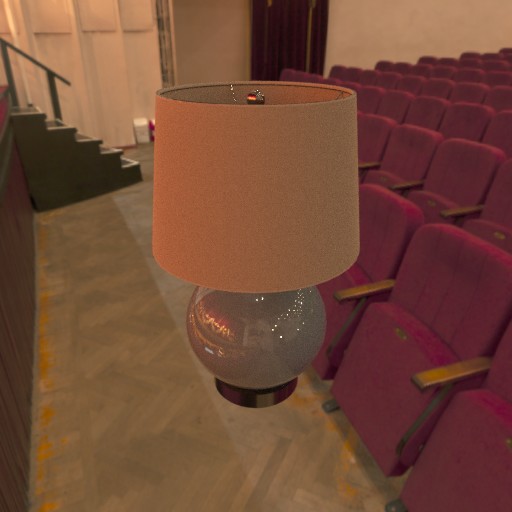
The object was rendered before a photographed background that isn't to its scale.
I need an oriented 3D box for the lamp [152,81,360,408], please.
[{"bbox_3d":[0.000,0.000,0.548,0.247,0.387,0.247,0,27,0],"label":"lamp"}]
